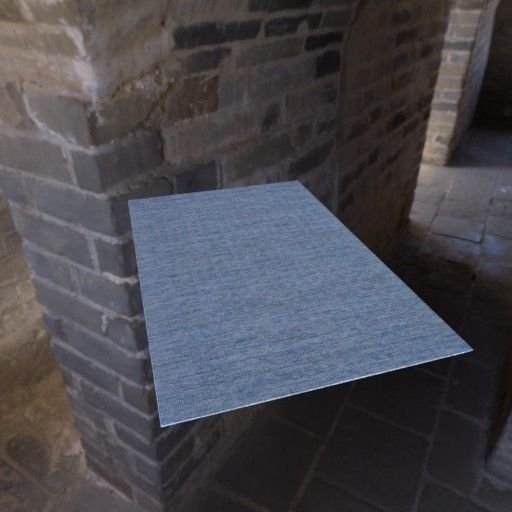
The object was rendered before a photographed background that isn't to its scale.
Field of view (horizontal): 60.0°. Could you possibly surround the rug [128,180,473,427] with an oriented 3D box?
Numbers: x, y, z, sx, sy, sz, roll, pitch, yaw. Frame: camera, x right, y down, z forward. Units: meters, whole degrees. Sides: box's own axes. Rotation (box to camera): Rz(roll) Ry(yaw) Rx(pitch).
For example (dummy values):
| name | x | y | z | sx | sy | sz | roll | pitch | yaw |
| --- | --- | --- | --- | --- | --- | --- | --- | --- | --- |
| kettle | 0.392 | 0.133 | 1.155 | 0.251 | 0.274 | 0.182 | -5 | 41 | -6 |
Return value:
| name | x | y | z | sx | sy | sz | roll | pitch | yaw |
| --- | --- | --- | --- | --- | --- | --- | --- | --- | --- |
| rug | 0.000 | 0.000 | 2.211 | 1.142 | 0.006 | 1.752 | -9 | 32 | -14 |
